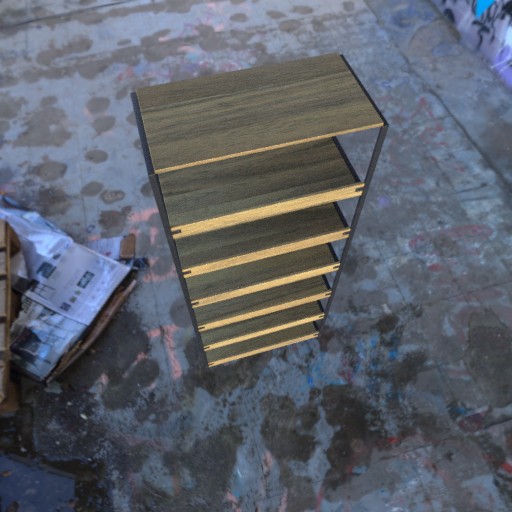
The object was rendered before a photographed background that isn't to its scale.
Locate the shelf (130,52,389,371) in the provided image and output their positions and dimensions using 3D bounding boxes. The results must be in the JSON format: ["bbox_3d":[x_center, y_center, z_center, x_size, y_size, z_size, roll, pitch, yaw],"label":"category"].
[{"bbox_3d":[0.000,0.000,2.436,0.847,2.015,0.431,-14,59,-9],"label":"shelf"}]
